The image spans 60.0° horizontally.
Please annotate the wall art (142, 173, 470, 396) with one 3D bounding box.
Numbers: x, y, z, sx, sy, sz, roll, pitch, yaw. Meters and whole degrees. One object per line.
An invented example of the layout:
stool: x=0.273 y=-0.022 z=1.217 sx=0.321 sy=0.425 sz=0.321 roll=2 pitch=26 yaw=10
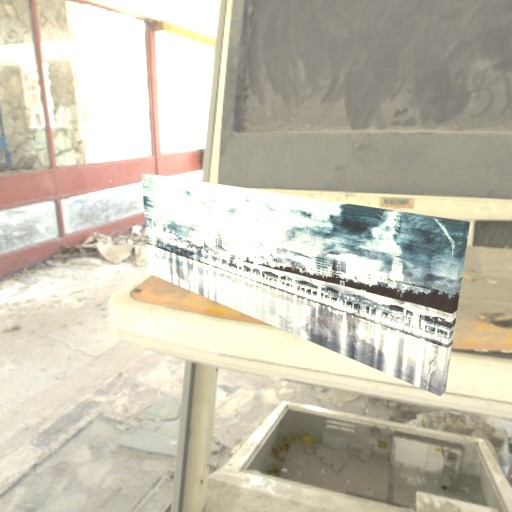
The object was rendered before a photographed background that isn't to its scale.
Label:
wall art: x=0.000 y=0.000 z=1.722 sx=1.524 sy=0.509 sz=0.037 roll=16 pitch=23 yaw=42
